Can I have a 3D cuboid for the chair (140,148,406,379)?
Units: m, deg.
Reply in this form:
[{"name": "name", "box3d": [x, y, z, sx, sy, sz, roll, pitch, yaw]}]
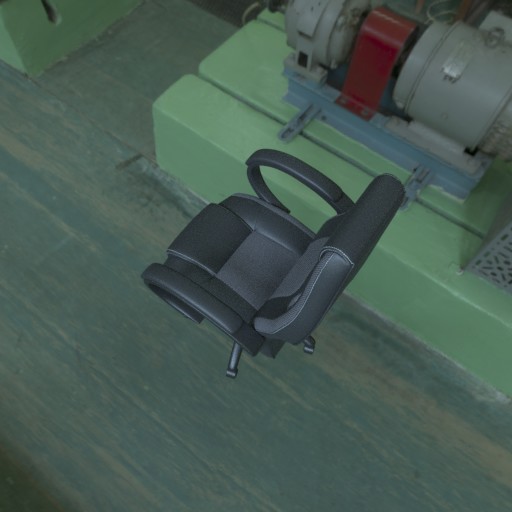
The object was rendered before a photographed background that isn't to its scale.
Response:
[{"name": "chair", "box3d": [0.000, 0.000, 1.624, 0.724, 1.187, 0.673, 33, 68, 15]}]
